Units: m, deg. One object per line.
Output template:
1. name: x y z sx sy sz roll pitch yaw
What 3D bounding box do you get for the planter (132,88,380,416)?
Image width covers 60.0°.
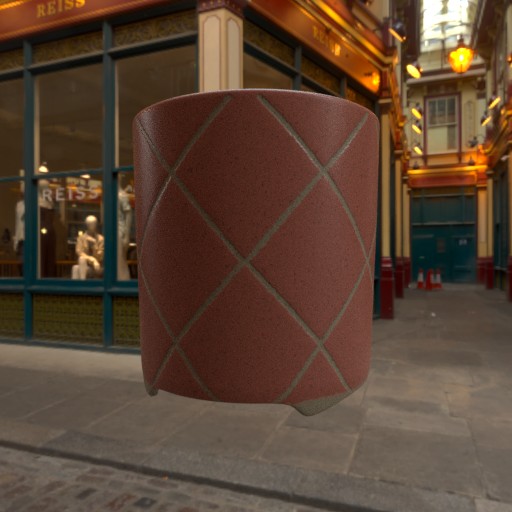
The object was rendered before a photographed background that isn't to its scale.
1. planter: 0.000 0.000 0.356 0.191 0.200 0.191 0 1 0
